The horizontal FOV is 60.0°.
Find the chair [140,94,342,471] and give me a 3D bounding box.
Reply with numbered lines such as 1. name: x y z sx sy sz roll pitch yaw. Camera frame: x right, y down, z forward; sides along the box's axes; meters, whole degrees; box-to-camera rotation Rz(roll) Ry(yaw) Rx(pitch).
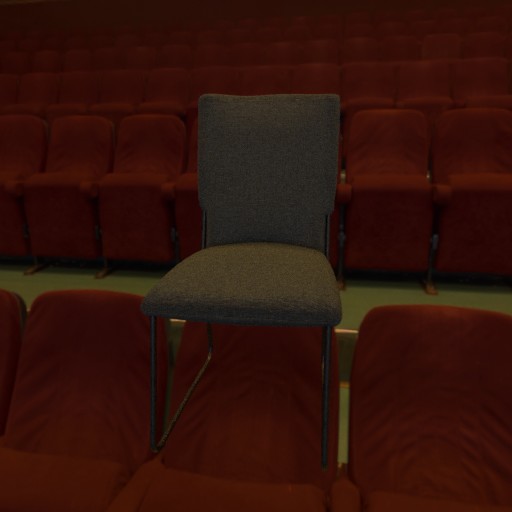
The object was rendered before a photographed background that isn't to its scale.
1. chair: 0.000 0.000 1.274 0.480 0.931 0.635 2 15 9
